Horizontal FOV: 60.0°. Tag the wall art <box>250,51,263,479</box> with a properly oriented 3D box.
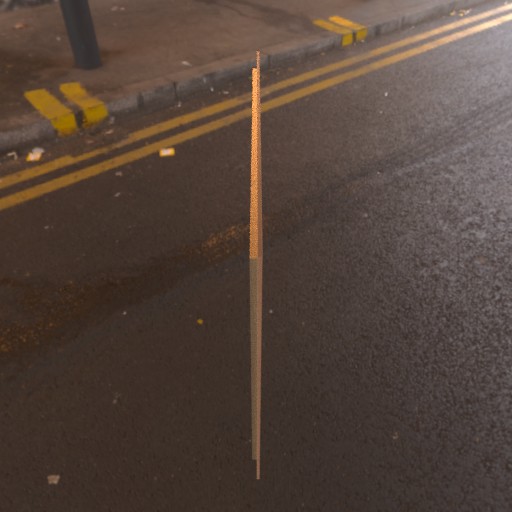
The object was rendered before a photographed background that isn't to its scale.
[{"bbox_3d":[0.000,0.000,1.635,0.025,1.067,1.168,0,43,0],"label":"wall art"}]
